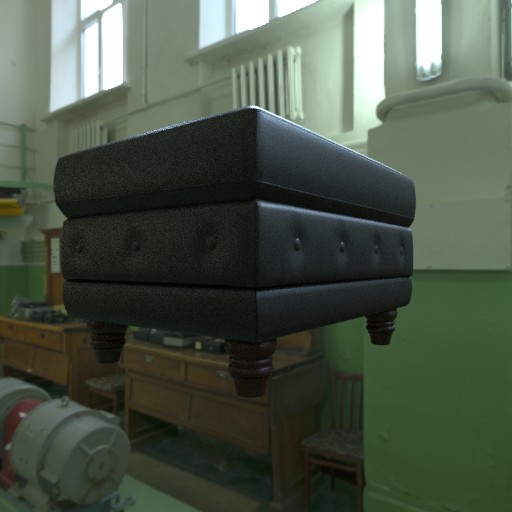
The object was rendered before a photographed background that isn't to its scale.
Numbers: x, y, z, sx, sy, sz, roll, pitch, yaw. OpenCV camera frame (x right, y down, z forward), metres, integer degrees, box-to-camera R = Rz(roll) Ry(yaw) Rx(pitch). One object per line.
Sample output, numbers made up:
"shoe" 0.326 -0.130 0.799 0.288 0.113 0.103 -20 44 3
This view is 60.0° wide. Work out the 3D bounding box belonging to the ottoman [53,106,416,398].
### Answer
"ottoman" 0.000 0.000 1.151 0.590 0.498 0.795 -1 -1 37
